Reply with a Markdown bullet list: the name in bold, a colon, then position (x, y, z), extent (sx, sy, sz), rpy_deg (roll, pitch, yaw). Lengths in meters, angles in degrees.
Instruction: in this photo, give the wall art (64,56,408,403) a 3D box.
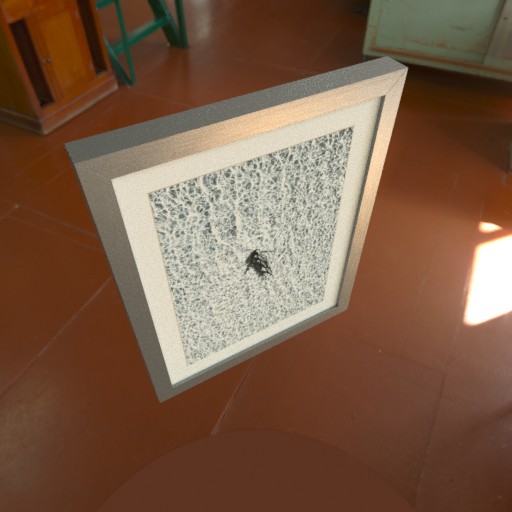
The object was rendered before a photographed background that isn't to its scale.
- **wall art**: position (0.000, 0.000, 0.507), extent (0.308, 0.379, 0.030), rpy_deg (-22, 51, -20)
